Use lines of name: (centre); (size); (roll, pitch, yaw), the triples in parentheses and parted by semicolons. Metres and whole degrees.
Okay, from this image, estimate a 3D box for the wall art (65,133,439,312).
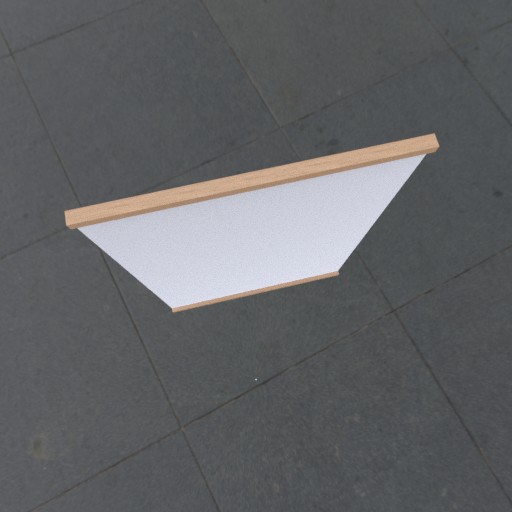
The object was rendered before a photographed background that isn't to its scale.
wall art: (0.000, 0.000, 0.761); (0.401, 0.611, 0.016); (-13, 75, -3)
